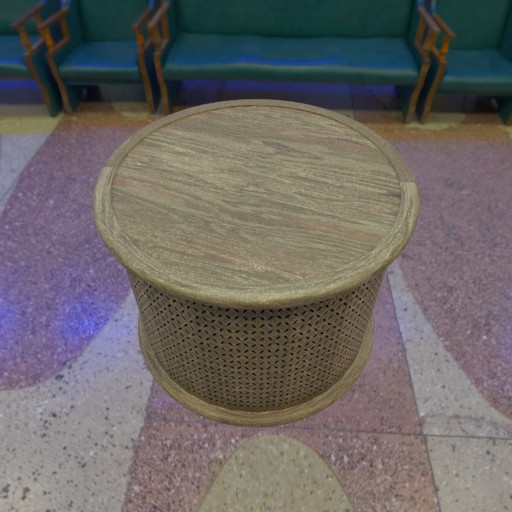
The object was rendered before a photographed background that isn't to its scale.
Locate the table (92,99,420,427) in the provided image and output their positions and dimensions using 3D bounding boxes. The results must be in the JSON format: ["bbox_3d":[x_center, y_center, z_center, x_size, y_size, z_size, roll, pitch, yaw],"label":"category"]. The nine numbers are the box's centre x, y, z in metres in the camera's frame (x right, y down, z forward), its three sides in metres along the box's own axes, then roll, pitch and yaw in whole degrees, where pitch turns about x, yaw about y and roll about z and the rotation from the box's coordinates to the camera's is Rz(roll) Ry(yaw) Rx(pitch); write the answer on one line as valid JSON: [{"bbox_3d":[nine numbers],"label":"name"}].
[{"bbox_3d":[0.000,0.000,1.004,0.607,0.450,0.607,0,47,0],"label":"table"}]
